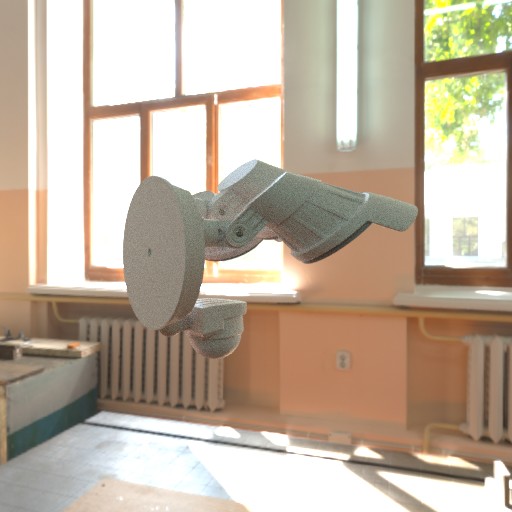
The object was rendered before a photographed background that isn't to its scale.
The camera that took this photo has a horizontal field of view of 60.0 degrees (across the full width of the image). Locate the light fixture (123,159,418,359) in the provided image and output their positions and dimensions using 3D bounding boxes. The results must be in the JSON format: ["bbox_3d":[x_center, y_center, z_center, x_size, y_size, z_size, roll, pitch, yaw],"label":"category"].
[{"bbox_3d":[0.000,0.000,0.548,0.278,0.237,0.369,0,0,-37],"label":"light fixture"}]
